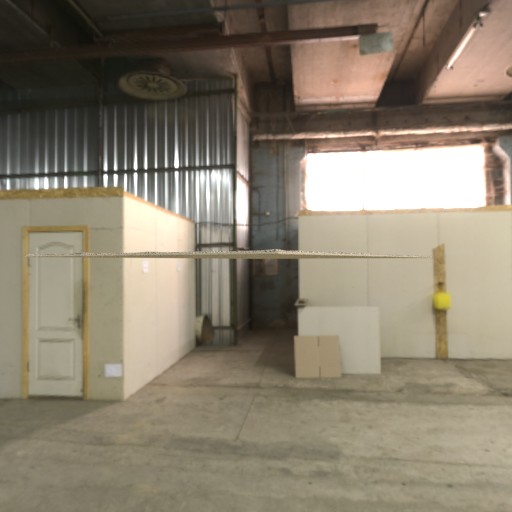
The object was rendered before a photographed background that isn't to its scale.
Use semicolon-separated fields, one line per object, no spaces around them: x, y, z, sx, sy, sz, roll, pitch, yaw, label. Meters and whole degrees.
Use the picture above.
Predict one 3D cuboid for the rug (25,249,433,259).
0.000;0.000;4.129;2.429;0.030;3.052;0;-1;35;rug
